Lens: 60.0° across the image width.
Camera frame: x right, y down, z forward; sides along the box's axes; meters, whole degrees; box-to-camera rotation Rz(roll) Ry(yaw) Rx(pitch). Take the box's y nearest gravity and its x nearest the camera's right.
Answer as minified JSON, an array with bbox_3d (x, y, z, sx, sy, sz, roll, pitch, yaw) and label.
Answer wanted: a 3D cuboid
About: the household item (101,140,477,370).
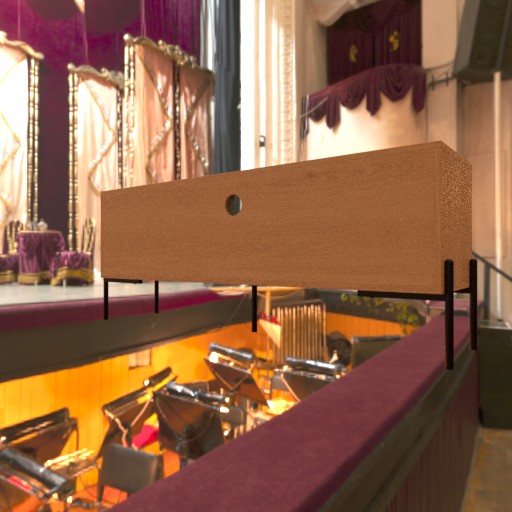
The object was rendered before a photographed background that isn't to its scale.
[{"bbox_3d":[0.000,0.000,1.765,1.550,0.600,0.400,0,0,37],"label":"household item"}]
